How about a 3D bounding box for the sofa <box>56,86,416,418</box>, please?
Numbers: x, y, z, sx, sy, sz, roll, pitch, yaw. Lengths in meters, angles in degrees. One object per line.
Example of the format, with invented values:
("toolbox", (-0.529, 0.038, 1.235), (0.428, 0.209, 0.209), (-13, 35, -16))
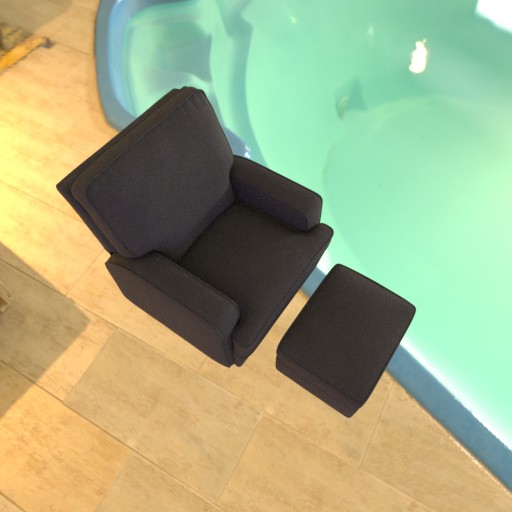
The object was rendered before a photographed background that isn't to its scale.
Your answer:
("sofa", (0.000, 0.000, 2.036), (1.472, 0.959, 0.861), (31, 63, 17))
